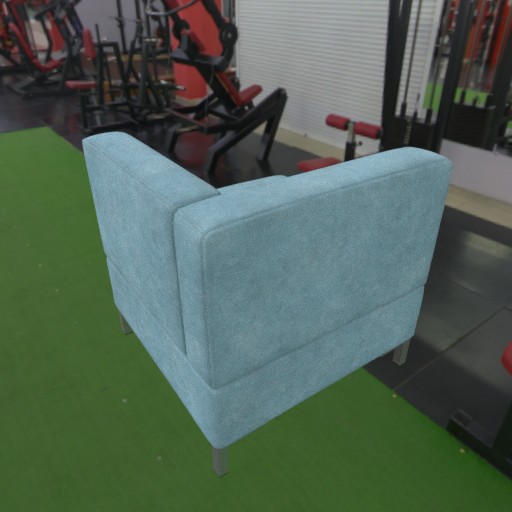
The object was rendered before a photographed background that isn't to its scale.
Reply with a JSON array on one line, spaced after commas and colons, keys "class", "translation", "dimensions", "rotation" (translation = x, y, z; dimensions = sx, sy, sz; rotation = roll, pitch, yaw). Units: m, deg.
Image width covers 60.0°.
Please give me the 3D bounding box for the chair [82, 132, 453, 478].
[{"class": "chair", "translation": [0.000, 0.000, 1.246], "dimensions": [0.691, 0.660, 0.684], "rotation": [-20, 36, -29]}]
